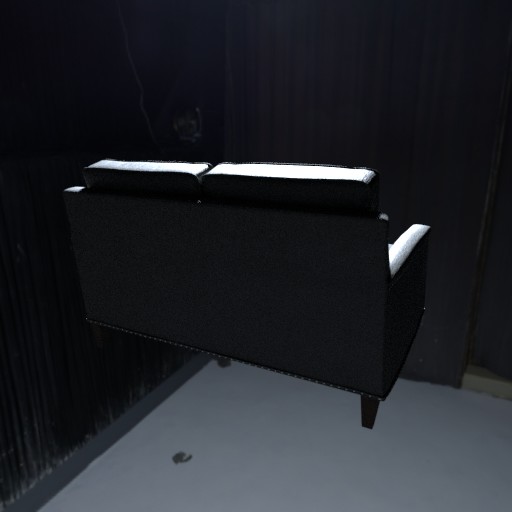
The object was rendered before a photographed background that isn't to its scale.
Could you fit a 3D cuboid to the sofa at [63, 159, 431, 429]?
[{"bbox_3d":[0.000,0.000,2.289,1.597,1.003,1.084,8,18,26],"label":"sofa"}]
